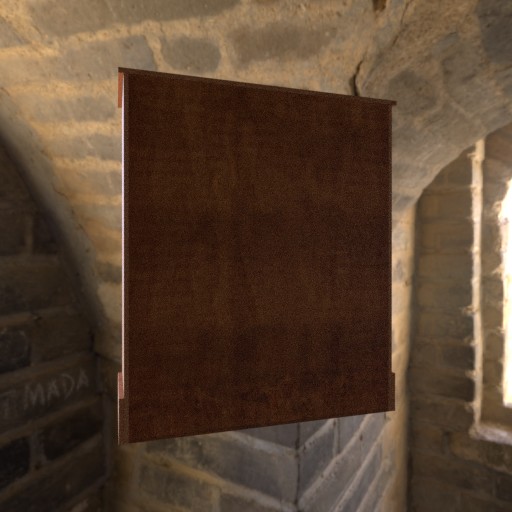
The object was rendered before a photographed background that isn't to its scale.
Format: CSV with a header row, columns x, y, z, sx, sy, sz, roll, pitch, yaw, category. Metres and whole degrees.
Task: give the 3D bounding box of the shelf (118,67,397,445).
x,y,z,sx,sy,sz,roll,pitch,yaw,category
0.000,0.000,1.413,0.840,0.980,0.291,0,0,-18,shelf
